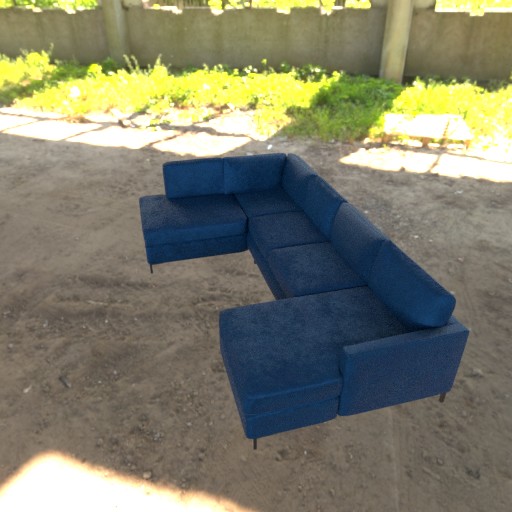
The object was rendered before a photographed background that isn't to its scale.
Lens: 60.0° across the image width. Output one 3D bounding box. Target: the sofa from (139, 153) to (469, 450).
[{"bbox_3d":[0.000,0.000,4.263,2.055,0.992,3.434,-8,32,-13],"label":"sofa"}]
